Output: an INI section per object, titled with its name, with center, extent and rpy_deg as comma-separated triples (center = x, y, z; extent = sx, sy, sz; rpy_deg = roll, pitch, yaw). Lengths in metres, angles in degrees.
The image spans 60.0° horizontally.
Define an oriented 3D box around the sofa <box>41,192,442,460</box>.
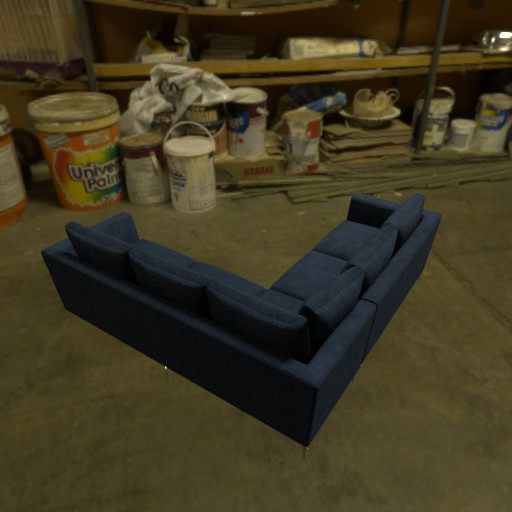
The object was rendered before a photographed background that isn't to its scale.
[sofa]
center = 0.000, 0.000, 3.913
extent = 2.463, 0.988, 2.472
rpy_deg = 20, 37, 29
